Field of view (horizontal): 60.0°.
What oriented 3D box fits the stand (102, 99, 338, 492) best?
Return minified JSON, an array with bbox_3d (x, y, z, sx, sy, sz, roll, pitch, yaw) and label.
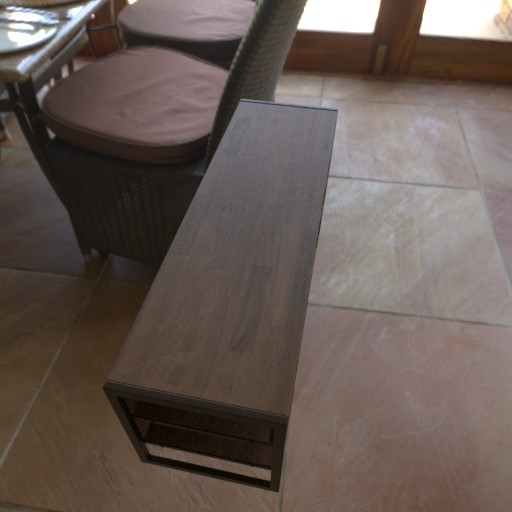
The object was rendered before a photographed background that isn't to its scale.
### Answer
[{"bbox_3d":[0.000,0.000,1.718,0.454,0.506,1.480,9,47,8],"label":"stand"}]
